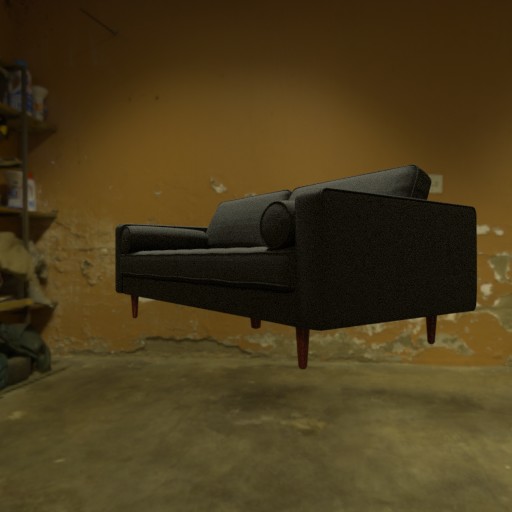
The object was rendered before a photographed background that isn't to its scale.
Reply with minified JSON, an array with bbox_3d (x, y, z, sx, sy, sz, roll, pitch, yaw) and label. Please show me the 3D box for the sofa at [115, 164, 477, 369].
[{"bbox_3d":[0.000,0.000,2.313,0.914,0.759,1.875,0,0,-36],"label":"sofa"}]
